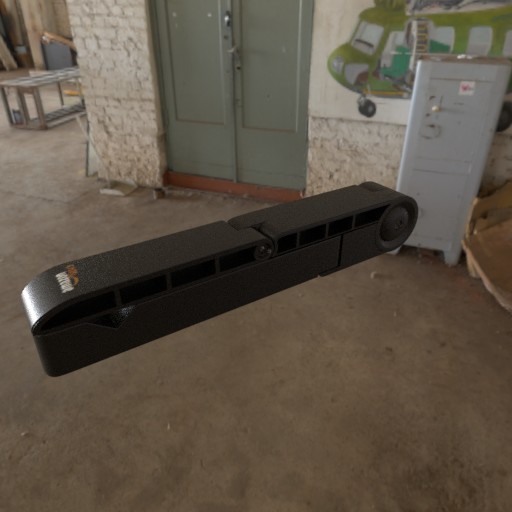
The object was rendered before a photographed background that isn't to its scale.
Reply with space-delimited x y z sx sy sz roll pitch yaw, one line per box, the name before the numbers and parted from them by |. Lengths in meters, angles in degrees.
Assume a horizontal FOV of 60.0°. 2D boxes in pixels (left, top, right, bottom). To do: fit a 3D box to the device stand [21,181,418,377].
device stand | 0.000 0.000 0.190 0.179 0.030 0.026 -18 35 -28
